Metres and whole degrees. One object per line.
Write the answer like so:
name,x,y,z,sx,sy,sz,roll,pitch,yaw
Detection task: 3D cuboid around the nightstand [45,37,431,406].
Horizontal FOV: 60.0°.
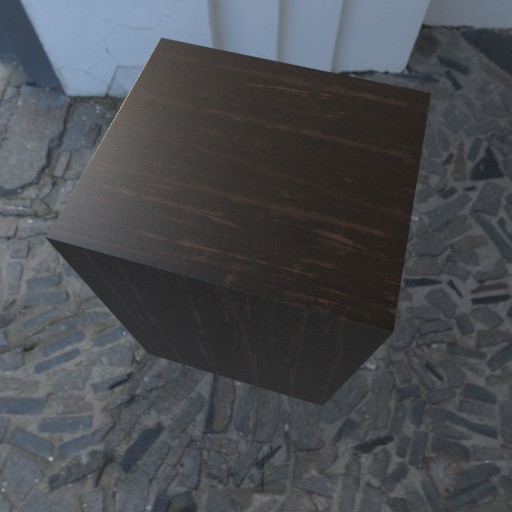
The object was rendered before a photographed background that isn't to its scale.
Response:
nightstand,0.000,0.000,0.809,0.400,0.559,0.356,15,65,7
